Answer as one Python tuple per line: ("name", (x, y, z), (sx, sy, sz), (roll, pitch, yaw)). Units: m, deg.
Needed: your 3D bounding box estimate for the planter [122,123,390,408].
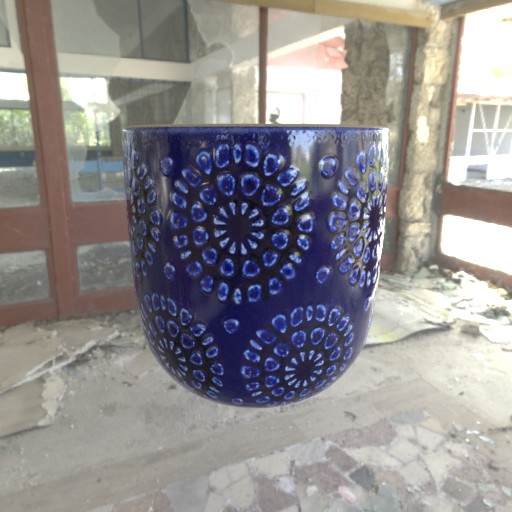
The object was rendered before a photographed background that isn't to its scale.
("planter", (0.000, 0.000, 0.200), (0.109, 0.112, 0.109), (0, 15, 0))
